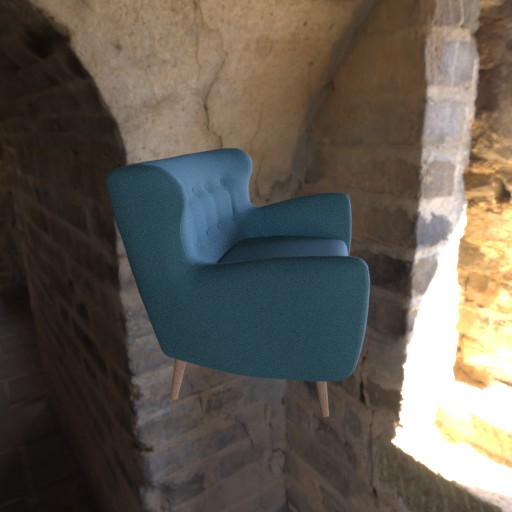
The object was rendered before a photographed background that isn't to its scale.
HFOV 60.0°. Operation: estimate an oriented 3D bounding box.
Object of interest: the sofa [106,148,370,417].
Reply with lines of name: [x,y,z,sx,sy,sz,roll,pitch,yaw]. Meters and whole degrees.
sofa: [0.000,0.000,1.989,0.889,0.889,1.397,3,16,9]
